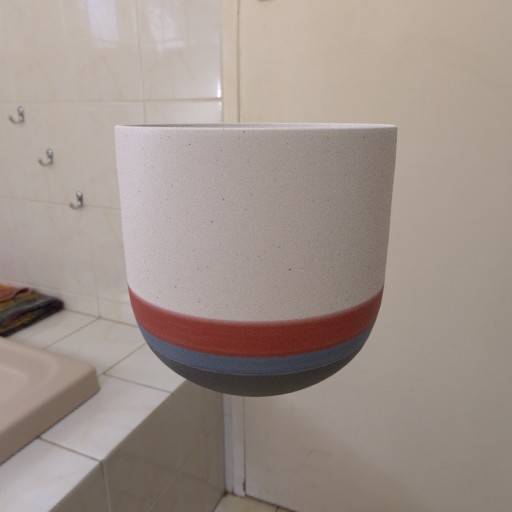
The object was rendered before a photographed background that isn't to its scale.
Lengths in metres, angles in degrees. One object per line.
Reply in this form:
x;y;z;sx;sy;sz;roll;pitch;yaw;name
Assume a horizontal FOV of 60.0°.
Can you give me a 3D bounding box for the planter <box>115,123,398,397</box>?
0.000;0.000;0.475;0.268;0.270;0.268;0;17;0;planter
